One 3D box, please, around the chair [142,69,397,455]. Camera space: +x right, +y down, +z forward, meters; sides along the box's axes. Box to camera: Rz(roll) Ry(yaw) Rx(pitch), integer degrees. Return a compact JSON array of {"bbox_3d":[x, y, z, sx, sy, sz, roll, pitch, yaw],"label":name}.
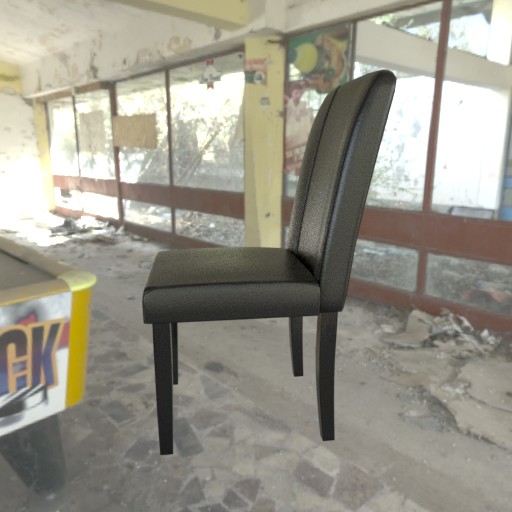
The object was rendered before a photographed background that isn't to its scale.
[{"bbox_3d":[0.000,0.000,1.184,0.556,0.897,0.399,-2,13,-8],"label":"chair"}]
